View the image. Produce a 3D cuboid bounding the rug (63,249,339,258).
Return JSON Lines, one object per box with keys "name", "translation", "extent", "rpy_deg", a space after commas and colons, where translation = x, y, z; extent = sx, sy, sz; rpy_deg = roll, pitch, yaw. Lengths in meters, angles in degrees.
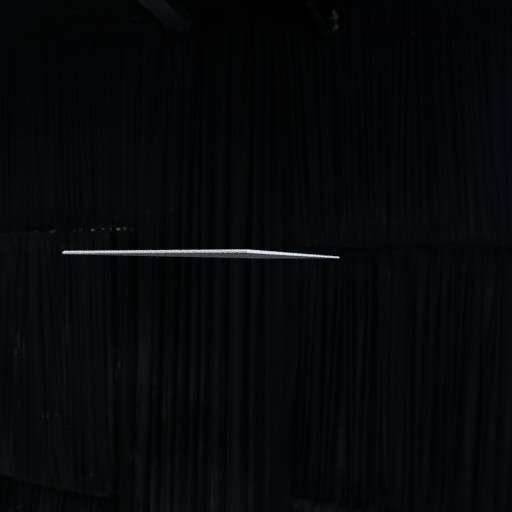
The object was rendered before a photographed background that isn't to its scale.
{"name": "rug", "translation": [0.000, 0.000, 2.489], "extent": [0.666, 0.011, 2.294], "rpy_deg": [0, -1, 17]}
